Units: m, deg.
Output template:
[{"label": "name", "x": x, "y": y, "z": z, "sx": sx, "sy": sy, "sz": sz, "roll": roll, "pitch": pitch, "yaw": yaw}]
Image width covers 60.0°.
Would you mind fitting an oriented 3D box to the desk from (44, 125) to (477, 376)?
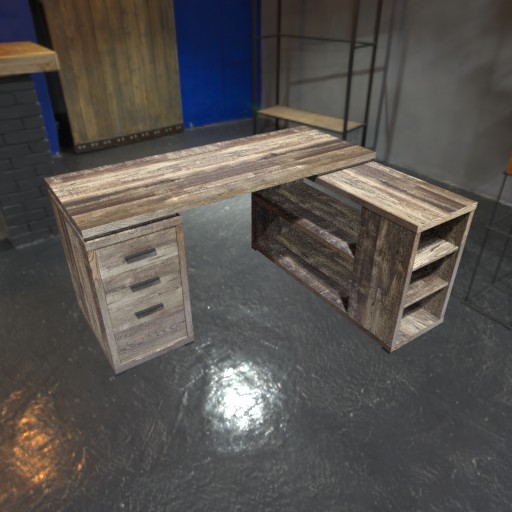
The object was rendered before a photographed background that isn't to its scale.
[{"label": "desk", "x": 0.000, "y": 0.000, "z": 2.166, "sx": 1.524, "sy": 0.753, "sz": 1.200, "roll": -20, "pitch": 37, "yaw": -28}]
